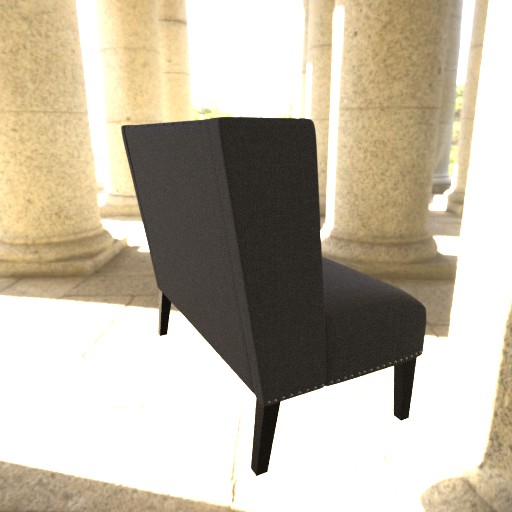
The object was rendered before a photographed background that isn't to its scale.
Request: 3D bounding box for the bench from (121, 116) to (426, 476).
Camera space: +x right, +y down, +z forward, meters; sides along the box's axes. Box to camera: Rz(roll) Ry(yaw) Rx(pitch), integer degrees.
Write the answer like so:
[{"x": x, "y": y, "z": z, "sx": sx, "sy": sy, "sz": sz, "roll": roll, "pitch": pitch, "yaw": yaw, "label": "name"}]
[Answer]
[{"x": 0.000, "y": 0.000, "z": 1.956, "sx": 0.842, "sy": 1.121, "sz": 1.276, "roll": -8, "pitch": 17, "yaw": -26, "label": "bench"}]
